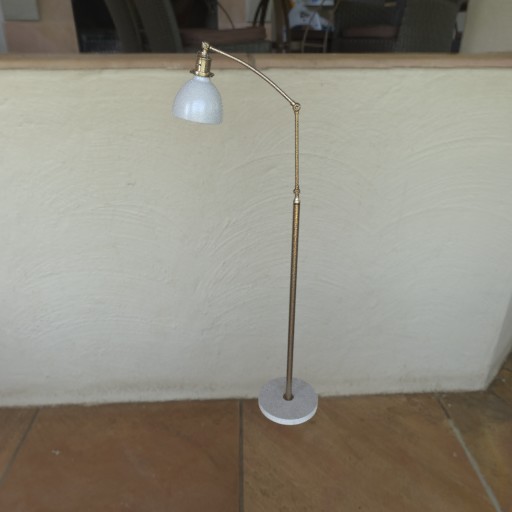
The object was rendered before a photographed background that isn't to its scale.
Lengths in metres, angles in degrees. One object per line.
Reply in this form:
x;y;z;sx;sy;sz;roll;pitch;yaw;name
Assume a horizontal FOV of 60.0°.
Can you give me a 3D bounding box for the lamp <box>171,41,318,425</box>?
0.000;0.000;1.820;0.599;1.586;0.288;1;26;1;lamp
